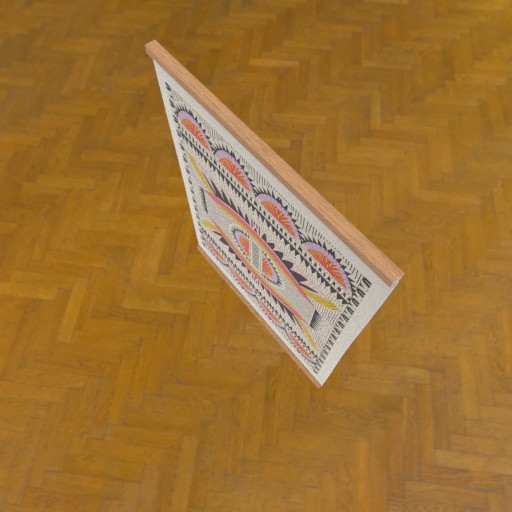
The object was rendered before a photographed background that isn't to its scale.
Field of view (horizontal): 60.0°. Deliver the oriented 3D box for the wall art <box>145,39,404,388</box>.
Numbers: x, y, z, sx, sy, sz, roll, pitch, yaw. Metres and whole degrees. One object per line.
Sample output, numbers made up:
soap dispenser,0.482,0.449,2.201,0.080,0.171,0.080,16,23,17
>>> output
wall art,0.000,0.000,1.336,0.028,1.016,0.765,-37,69,-16
